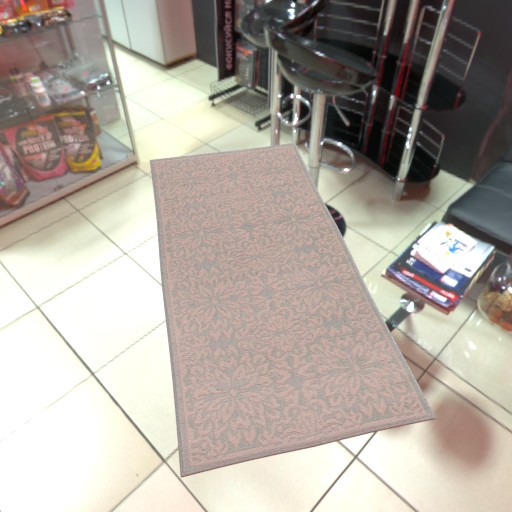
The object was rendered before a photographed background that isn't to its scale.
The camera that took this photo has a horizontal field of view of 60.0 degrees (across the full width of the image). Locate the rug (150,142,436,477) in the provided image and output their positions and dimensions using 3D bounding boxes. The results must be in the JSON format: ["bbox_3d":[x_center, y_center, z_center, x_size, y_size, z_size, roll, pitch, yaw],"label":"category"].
[{"bbox_3d":[0.000,0.000,1.412,0.604,0.007,1.219,-9,47,-9],"label":"rug"}]
